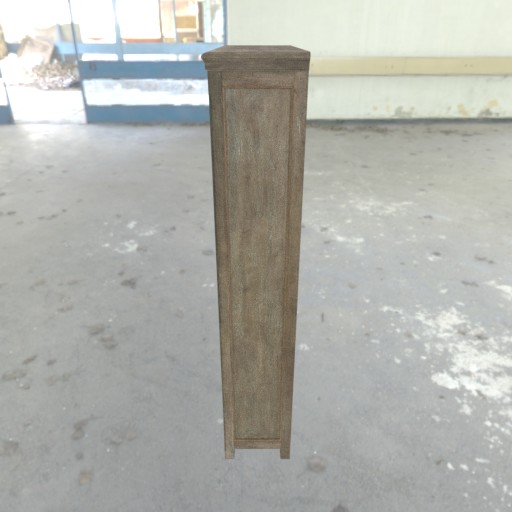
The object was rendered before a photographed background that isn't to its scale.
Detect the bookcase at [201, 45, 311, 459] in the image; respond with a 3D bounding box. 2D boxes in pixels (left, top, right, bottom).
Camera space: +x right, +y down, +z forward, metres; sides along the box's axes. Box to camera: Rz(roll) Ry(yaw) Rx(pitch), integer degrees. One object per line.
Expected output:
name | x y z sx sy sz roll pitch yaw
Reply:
bookcase | 0.000 0.000 2.210 0.348 1.880 0.906 0 27 0
